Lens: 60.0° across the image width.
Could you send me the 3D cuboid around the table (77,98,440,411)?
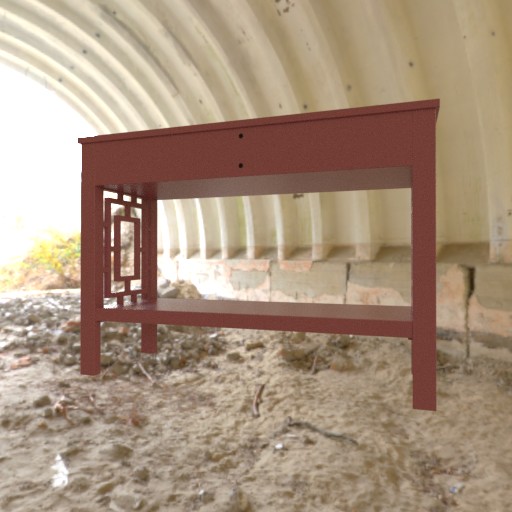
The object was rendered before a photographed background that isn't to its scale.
[{"bbox_3d":[0.000,0.000,1.421,1.068,0.753,0.397,0,0,19],"label":"table"}]
